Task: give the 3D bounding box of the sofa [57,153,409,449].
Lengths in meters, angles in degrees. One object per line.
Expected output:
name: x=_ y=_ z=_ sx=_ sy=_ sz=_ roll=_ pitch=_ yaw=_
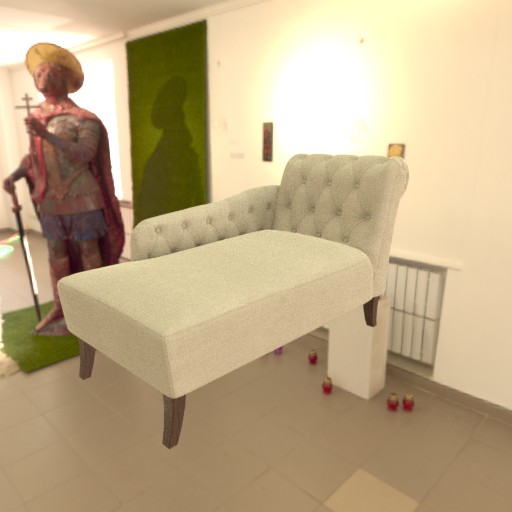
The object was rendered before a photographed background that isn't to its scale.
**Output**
sofa: x=0.000 y=0.000 z=1.828 sx=0.675 sy=0.787 sz=1.379 roll=14 pitch=21 yaw=42
